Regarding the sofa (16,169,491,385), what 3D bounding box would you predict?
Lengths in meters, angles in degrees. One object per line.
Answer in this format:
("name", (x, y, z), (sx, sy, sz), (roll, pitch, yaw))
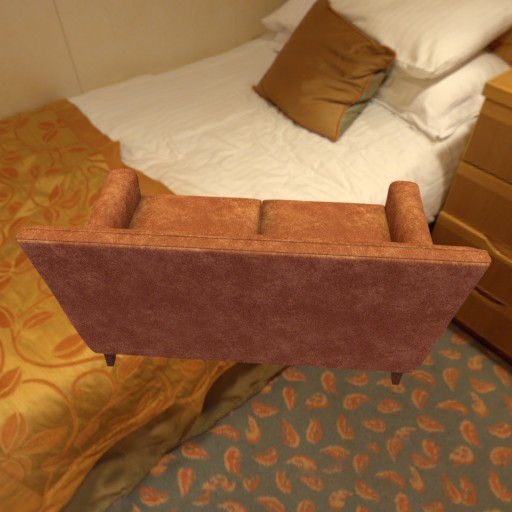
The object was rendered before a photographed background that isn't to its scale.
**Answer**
("sofa", (0.000, 0.000, 1.938), (1.473, 0.871, 0.787), (3, 47, 3))
